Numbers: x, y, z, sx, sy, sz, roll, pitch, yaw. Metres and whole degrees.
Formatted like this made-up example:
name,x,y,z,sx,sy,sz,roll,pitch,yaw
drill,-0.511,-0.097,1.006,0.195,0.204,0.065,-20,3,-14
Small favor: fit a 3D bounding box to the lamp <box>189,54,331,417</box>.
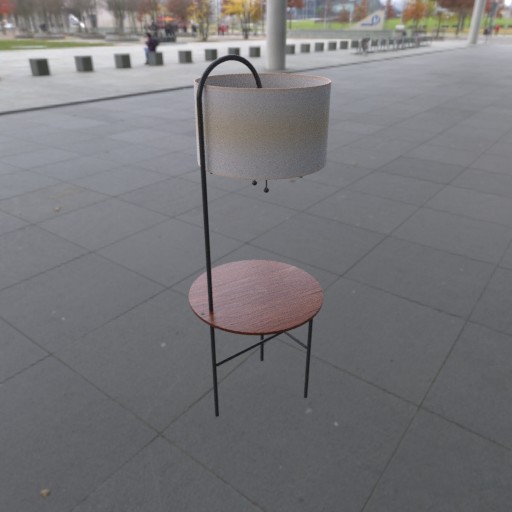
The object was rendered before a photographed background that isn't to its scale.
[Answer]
name,x,y,z,sx,sy,sz,roll,pitch,yaw
lamp,0.000,0.000,1.822,0.573,1.517,0.573,0,28,0
